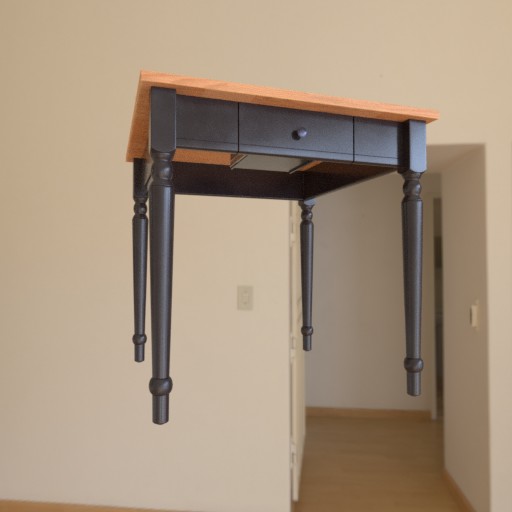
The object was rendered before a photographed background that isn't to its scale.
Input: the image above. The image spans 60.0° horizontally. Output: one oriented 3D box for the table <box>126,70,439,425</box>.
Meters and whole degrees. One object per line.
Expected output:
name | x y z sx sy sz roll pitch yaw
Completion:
table | 0.000 0.000 1.367 0.747 0.738 0.747 0 -2 -19
